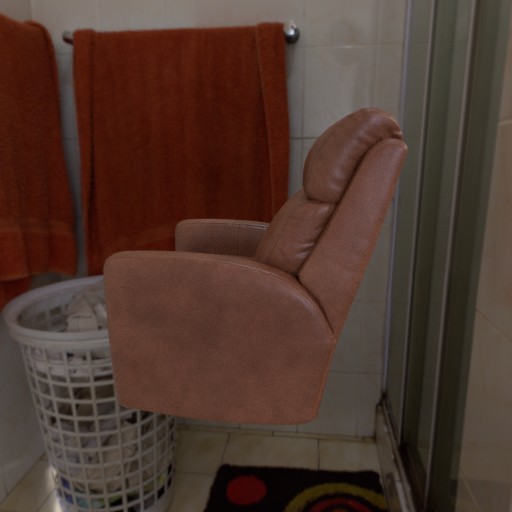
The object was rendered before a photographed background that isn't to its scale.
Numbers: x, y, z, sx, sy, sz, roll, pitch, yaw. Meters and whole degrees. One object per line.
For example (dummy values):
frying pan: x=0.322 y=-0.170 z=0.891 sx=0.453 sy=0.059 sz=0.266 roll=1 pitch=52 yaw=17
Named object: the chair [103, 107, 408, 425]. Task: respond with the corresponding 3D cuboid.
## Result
chair: x=0.000 y=0.000 z=1.676 sx=0.939 sy=1.016 sz=0.787 roll=2 pitch=14 yaw=9
